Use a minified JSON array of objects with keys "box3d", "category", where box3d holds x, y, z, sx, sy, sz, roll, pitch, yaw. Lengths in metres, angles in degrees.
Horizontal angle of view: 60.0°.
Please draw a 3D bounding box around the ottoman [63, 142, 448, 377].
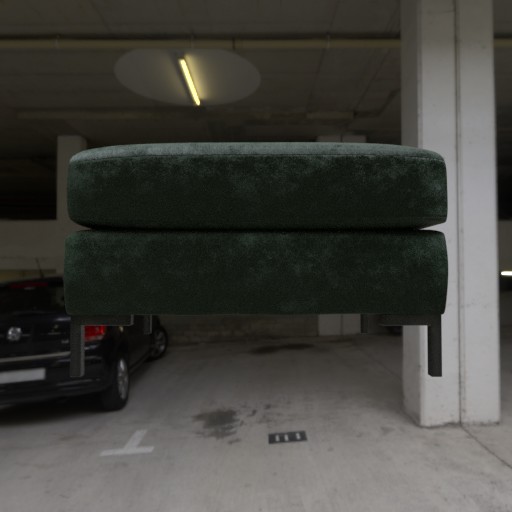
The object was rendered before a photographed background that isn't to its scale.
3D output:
[{"box3d":[0.000,0.000,1.286,0.839,0.538,0.701,0,-2,0],"category":"ottoman"}]
